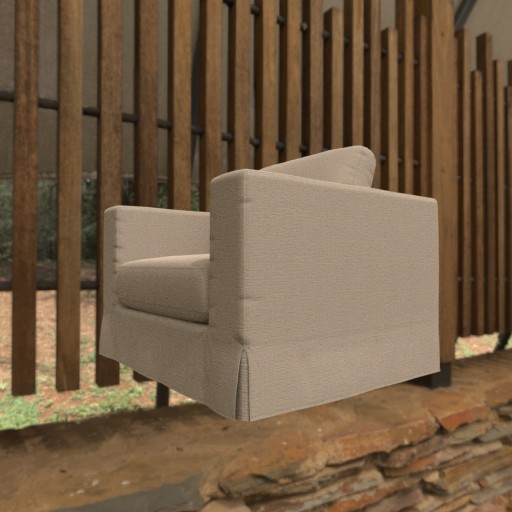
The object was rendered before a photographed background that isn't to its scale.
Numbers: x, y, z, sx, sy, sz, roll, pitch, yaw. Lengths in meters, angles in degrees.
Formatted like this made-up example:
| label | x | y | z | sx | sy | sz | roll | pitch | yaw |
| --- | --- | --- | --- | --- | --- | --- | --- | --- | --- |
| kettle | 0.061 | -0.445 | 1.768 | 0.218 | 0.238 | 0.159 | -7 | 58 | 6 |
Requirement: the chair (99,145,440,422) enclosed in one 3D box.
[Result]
| label | x | y | z | sx | sy | sz | roll | pitch | yaw |
| --- | --- | --- | --- | --- | --- | --- | --- | --- | --- |
| chair | 0.000 | 0.000 | 1.861 | 0.957 | 0.878 | 1.150 | 1 | -1 | -37 |
